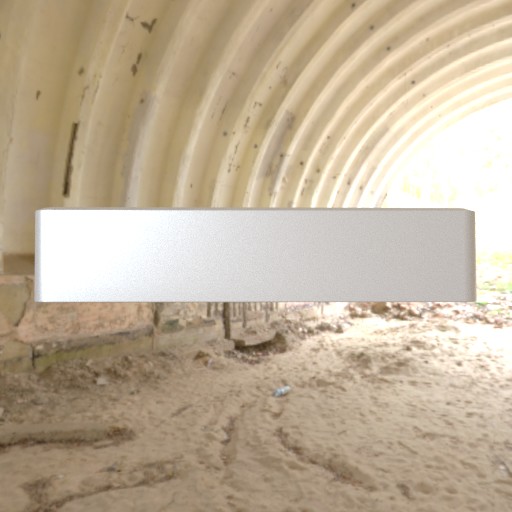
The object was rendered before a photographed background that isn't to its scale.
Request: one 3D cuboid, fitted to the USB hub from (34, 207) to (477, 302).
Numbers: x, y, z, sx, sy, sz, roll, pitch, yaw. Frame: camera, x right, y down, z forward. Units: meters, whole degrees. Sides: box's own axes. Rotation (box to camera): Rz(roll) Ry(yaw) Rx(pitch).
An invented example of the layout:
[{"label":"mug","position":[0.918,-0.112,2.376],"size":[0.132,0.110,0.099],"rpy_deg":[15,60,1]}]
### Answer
[{"label":"USB hub","position":[0.000,0.000,0.129],"size":[0.110,0.023,0.044],"rpy_deg":[0,-1,-1]}]
